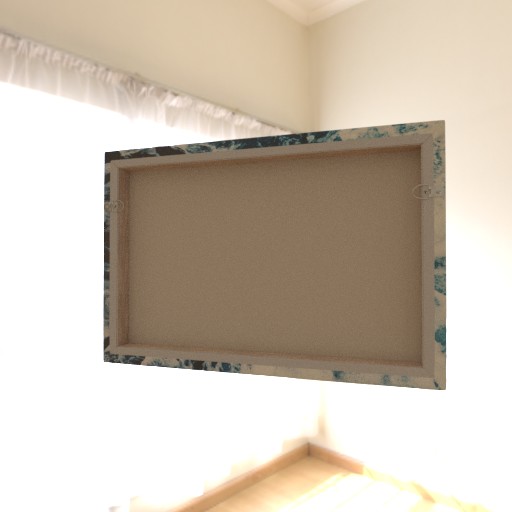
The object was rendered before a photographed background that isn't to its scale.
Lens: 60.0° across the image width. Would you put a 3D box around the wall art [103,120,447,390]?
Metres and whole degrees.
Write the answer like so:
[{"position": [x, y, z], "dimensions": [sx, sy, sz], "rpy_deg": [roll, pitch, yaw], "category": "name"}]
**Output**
[{"position": [0.000, 0.000, 0.773], "dimensions": [0.609, 0.407, 0.043], "rpy_deg": [0, -1, 18], "category": "wall art"}]
